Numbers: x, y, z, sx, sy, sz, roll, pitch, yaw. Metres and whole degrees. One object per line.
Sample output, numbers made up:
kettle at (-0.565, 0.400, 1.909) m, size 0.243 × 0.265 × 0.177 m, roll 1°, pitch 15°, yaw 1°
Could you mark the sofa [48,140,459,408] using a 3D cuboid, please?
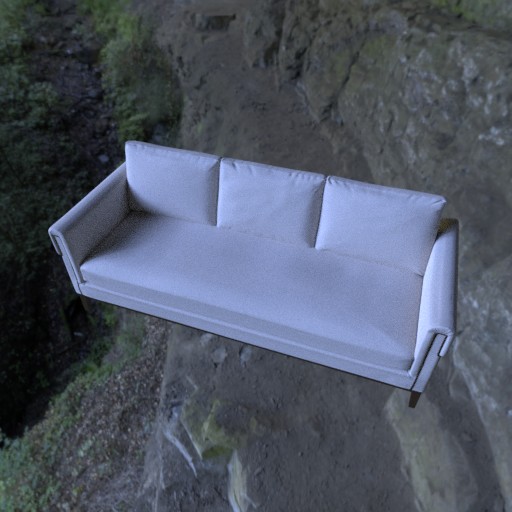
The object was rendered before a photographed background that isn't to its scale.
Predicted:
sofa at (0.000, 0.000, 2.665) m, size 2.198 × 0.911 × 0.902 m, roll 13°, pitch 43°, yaw 14°
